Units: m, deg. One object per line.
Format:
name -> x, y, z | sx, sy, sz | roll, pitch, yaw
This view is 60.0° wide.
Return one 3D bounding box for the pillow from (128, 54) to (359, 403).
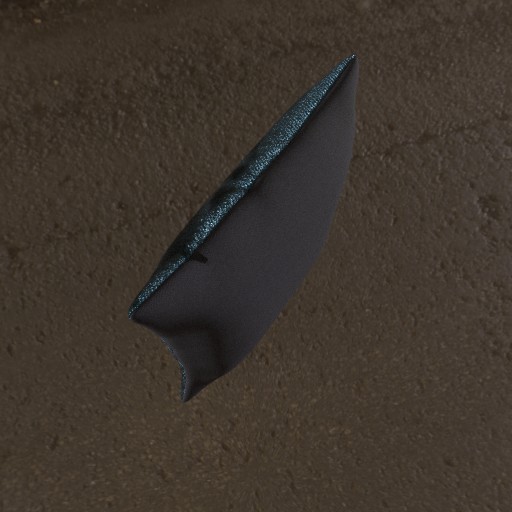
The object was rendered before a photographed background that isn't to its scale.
pillow -> 0.000, 0.000, 0.655 | 0.138, 0.430, 0.436 | 32, 68, 15
